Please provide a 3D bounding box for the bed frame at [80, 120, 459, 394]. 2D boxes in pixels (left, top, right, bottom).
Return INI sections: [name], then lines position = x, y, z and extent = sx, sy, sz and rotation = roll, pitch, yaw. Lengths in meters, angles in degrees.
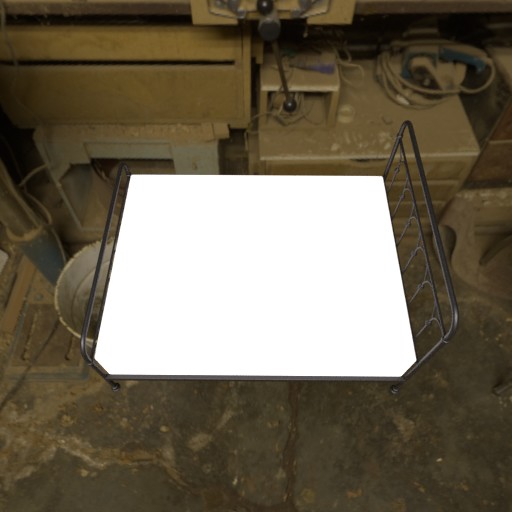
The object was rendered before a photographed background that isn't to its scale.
[bed frame]
position = 0.000, 0.000, 3.261
extent = 2.203, 1.276, 1.664
rotation = 0, 59, 0
